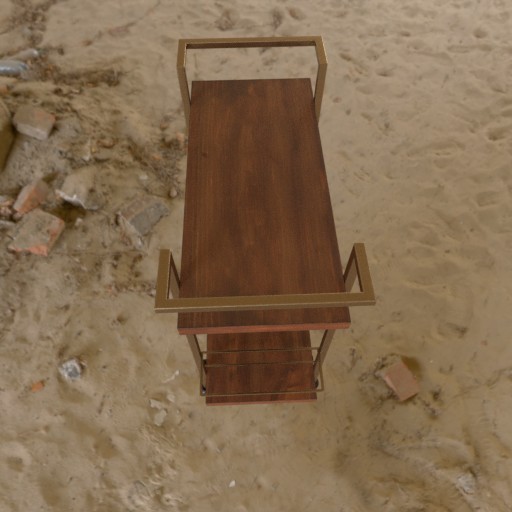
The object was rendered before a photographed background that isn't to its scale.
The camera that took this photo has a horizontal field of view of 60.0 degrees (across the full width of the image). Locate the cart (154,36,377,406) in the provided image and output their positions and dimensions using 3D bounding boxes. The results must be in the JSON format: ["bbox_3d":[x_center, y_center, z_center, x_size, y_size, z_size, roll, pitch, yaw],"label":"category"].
[{"bbox_3d":[0.000,0.000,1.180,0.364,0.807,0.695,-2,58,-1],"label":"cart"}]
